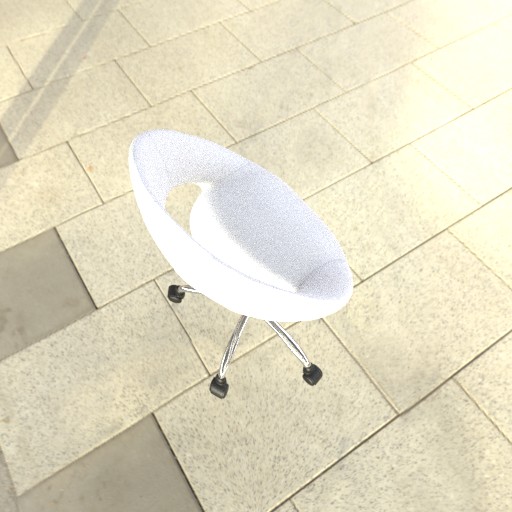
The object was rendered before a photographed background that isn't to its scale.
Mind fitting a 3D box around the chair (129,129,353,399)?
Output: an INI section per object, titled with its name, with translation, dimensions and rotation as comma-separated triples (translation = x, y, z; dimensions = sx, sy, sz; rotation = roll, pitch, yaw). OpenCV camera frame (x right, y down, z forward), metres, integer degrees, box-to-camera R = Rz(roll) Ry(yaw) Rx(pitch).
[chair]
translation = 0.000, 0.000, 1.185
dimensions = 0.538, 0.791, 0.612
rotation = -31, 64, -17
